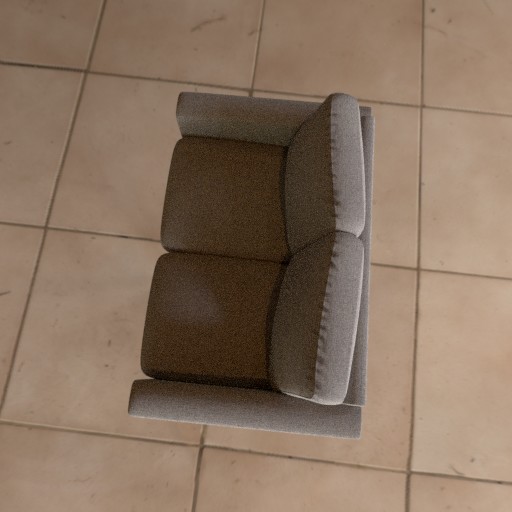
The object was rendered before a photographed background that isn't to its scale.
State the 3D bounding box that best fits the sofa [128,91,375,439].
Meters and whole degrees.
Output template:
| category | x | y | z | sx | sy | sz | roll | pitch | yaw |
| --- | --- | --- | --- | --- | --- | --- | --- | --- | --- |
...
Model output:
| category | x | y | z | sx | sy | sz | roll | pitch | yaw |
| --- | --- | --- | --- | --- | --- | --- | --- | --- | --- |
| sofa | 0.000 | 0.000 | 1.984 | 0.917 | 0.873 | 1.420 | 5 | 75 | 1 |
